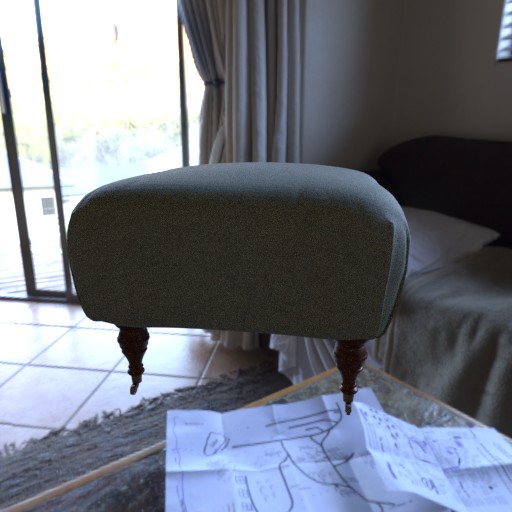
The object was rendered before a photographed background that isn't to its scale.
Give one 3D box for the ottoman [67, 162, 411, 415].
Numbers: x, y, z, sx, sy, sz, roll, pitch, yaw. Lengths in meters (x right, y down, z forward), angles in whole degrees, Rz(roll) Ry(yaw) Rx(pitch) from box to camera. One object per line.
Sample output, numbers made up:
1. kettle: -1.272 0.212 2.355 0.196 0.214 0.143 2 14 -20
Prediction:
1. ottoman: 0.000 0.000 1.107 0.622 0.450 0.747 2 15 9
